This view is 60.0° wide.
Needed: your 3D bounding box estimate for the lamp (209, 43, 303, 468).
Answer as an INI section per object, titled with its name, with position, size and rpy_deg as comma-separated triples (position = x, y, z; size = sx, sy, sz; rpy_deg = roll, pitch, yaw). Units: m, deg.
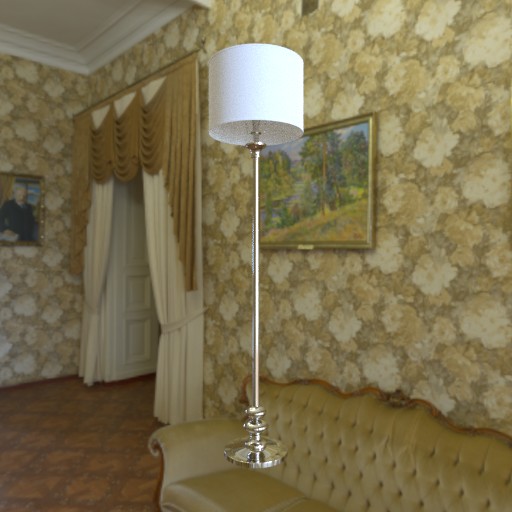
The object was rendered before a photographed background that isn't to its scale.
[lamp]
position = 0.000, 0.000, 1.674
size = 0.356, 1.487, 0.356
rpy_deg = 0, 0, 1
